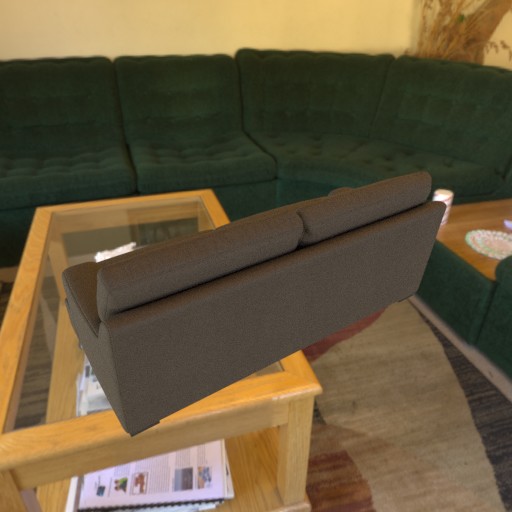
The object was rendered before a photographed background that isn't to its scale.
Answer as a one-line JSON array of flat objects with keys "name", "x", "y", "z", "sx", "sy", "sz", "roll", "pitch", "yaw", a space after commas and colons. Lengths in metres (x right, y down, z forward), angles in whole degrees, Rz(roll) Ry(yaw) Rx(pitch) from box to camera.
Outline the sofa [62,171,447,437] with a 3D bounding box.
[{"name": "sofa", "x": 0.000, "y": 0.000, "z": 2.838, "sx": 2.271, "sy": 0.950, "sz": 1.140, "roll": -19, "pitch": 36, "yaw": -29}]
